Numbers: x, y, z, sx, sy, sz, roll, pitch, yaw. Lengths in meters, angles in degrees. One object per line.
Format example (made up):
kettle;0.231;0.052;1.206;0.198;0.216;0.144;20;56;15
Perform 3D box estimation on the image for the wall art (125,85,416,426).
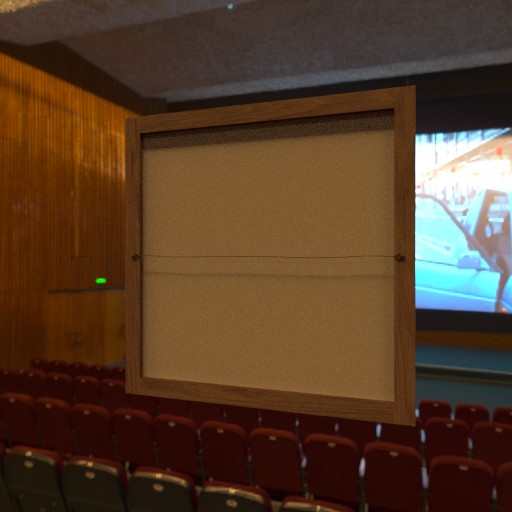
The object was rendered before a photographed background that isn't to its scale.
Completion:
wall art;0.000;0.000;1.117;0.757;0.762;0.028;0;0;18
